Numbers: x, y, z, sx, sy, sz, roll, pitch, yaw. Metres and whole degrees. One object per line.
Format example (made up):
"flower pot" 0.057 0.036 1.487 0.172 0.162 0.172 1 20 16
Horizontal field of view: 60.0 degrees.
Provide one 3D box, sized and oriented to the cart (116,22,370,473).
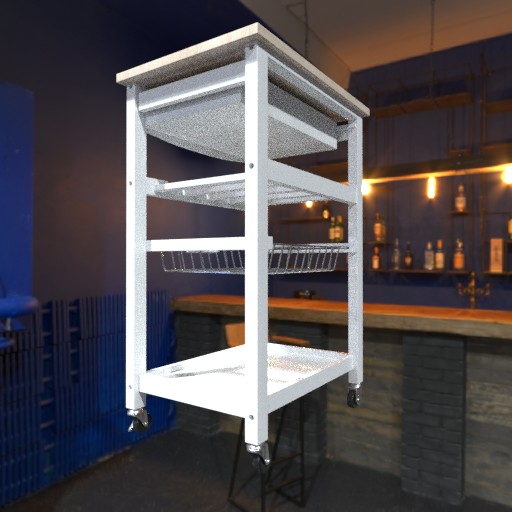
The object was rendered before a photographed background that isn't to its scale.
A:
"cart" 0.000 0.000 1.167 0.406 0.857 0.578 0 -1 35
